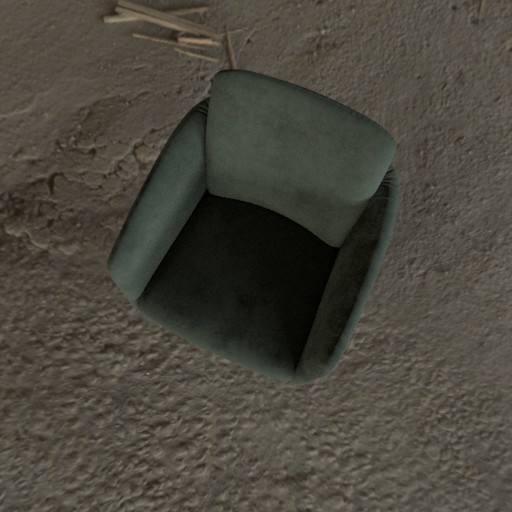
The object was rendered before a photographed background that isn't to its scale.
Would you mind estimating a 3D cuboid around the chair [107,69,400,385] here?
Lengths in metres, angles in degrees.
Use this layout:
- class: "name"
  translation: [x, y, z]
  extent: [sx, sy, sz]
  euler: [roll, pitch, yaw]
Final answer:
- class: "chair"
  translation: [0.000, 0.000, 1.358]
  extent: [0.641, 0.908, 0.635]
  euler: [24, 76, 6]
